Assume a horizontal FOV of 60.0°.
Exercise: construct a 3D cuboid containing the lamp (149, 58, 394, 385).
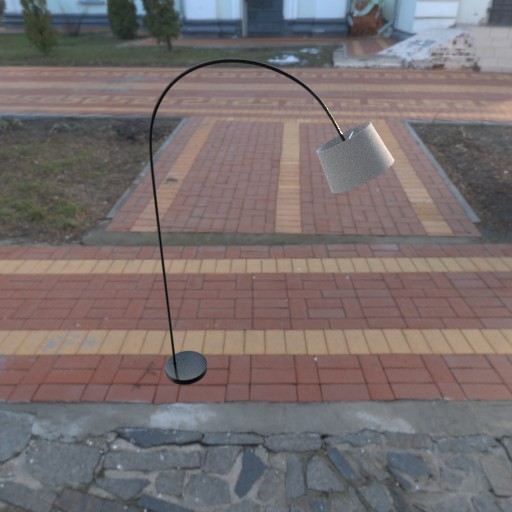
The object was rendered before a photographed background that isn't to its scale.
[{"bbox_3d":[0.000,0.000,2.581,1.363,2.104,0.331,9,31,15],"label":"lamp"}]
